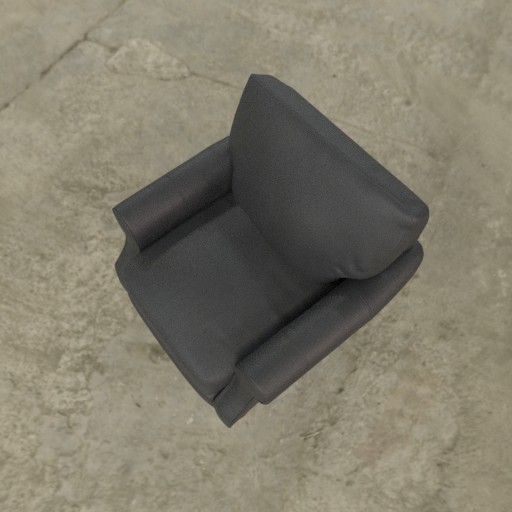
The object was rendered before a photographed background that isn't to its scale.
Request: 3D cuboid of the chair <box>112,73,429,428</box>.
[{"bbox_3d":[0.000,0.000,1.791,1.027,0.960,1.015,-31,67,-15],"label":"chair"}]
